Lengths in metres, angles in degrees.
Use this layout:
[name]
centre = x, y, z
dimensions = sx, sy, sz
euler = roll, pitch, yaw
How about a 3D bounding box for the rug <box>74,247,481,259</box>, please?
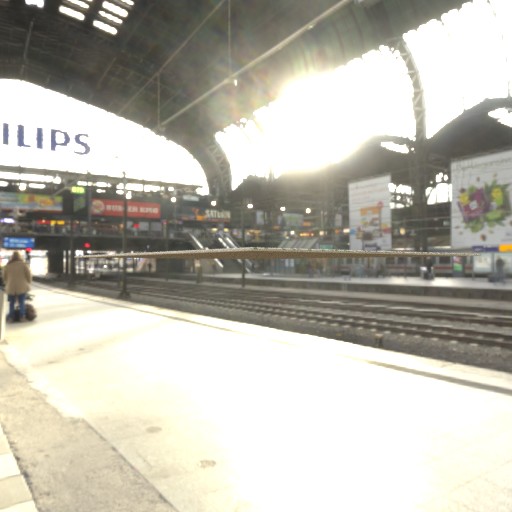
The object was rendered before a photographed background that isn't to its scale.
[rug]
centre = 0.000, 0.000, 4.174
dimensions = 2.441, 0.017, 3.050
euler = 1, -1, -38
